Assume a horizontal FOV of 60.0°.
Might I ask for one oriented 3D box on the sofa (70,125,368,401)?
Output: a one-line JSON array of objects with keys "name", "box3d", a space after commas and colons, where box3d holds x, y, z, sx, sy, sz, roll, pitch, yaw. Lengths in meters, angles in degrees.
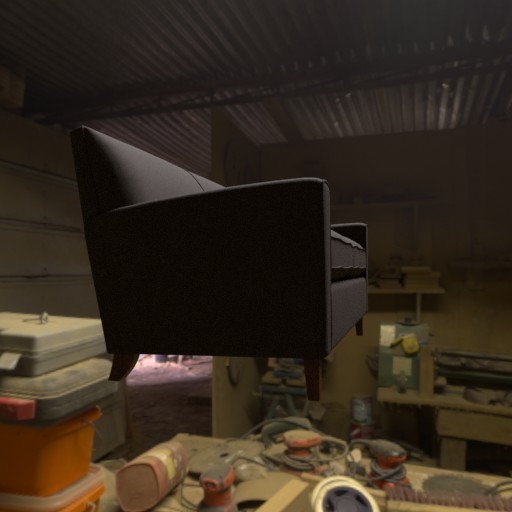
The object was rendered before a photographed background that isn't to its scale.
[{"name": "sofa", "box3d": [0.000, 0.000, 1.974, 0.871, 0.846, 1.420, -1, -2, 19]}]
